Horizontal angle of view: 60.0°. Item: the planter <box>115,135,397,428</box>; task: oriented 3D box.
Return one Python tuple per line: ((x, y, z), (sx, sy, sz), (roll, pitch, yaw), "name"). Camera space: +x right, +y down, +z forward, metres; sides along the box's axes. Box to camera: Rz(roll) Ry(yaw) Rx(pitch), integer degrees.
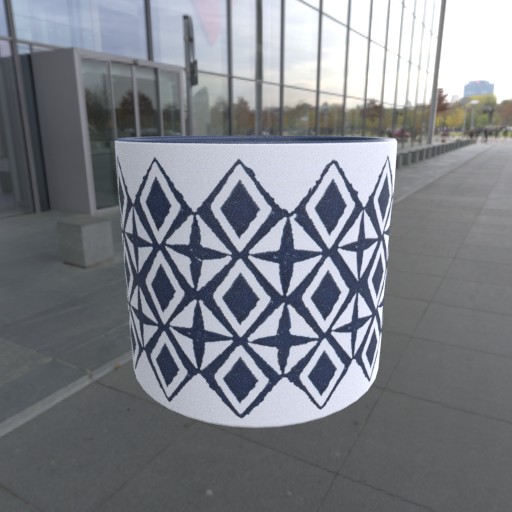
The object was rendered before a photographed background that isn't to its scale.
((0.000, 0.000, 0.393), (0.224, 0.203, 0.224), (0, 16, 0), "planter")
